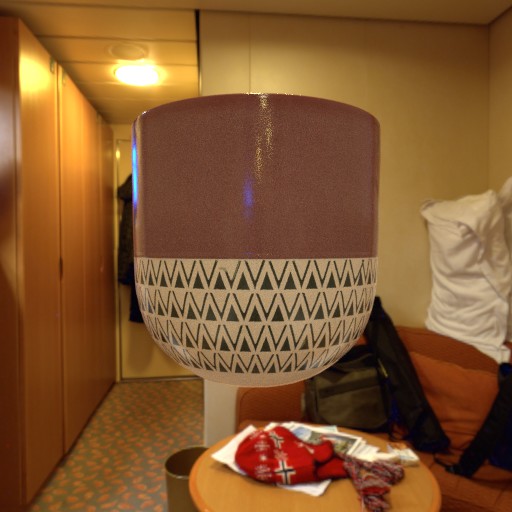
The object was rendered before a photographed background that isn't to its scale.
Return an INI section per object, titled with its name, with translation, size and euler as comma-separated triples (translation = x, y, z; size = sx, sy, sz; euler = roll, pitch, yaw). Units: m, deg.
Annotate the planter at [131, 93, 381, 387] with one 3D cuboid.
[planter]
translation = 0.000, 0.000, 0.494
size = 0.266, 0.270, 0.266
euler = 0, 1, 0
